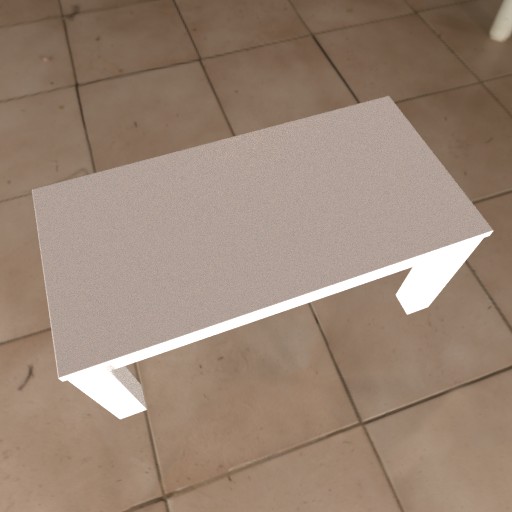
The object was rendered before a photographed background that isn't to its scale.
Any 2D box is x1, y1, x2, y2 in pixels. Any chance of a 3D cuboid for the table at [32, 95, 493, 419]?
[{"bbox_3d":[0.000,0.000,2.259,1.800,0.790,0.900,-18,61,-10],"label":"table"}]
